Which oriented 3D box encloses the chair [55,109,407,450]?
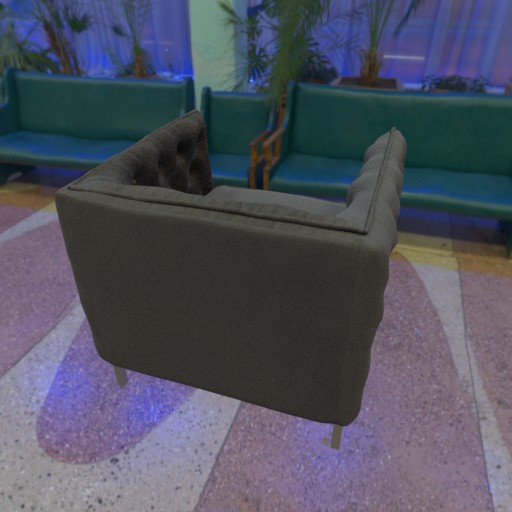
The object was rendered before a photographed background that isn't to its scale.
[{"bbox_3d":[0.000,0.000,1.635,0.946,0.807,0.913,10,34,16],"label":"chair"}]
